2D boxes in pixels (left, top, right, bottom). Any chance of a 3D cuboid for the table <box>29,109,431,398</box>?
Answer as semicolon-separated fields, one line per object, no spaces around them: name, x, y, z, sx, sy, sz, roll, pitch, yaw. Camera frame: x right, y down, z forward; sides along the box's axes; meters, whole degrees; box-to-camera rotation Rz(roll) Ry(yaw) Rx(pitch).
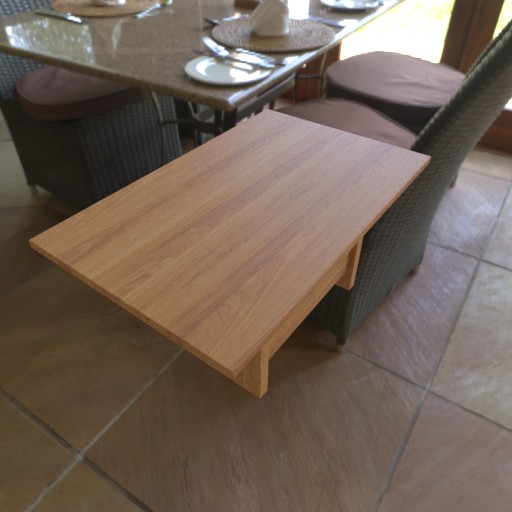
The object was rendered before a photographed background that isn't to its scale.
table;0.000;0.000;1.527;0.700;0.510;1.100;26;47;27
